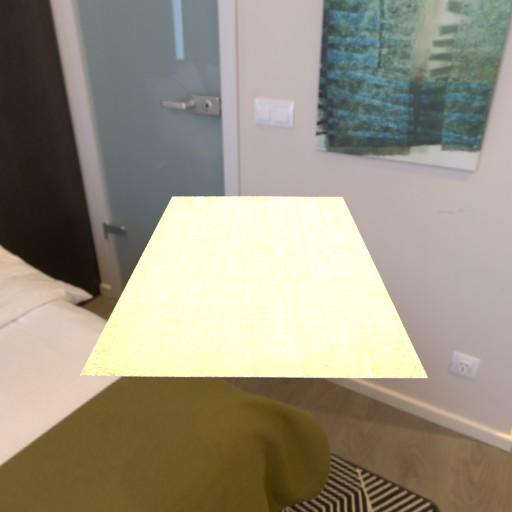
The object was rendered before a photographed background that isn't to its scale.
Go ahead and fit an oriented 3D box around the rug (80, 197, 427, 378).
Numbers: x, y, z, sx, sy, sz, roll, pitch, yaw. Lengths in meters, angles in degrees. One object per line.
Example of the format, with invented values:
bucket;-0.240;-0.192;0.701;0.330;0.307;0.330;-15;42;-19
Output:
rug;0.000;0.000;2.353;1.211;0.007;1.827;0;27;1
